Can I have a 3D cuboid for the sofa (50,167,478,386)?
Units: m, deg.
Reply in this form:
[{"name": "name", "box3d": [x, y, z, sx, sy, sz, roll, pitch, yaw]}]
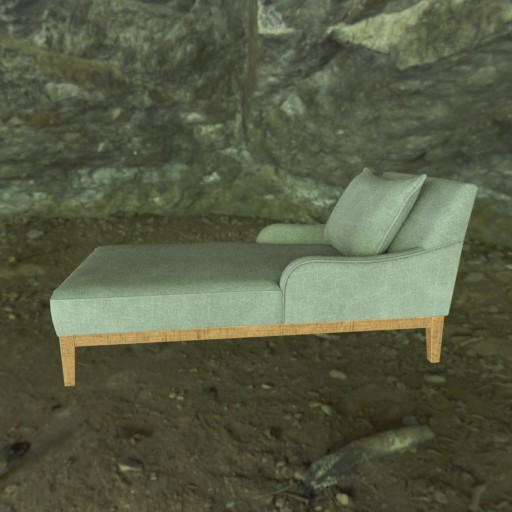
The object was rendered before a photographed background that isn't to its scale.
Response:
[{"name": "sofa", "box3d": [0.000, 0.000, 2.269, 1.779, 0.859, 0.894, -2, 14, -7]}]
